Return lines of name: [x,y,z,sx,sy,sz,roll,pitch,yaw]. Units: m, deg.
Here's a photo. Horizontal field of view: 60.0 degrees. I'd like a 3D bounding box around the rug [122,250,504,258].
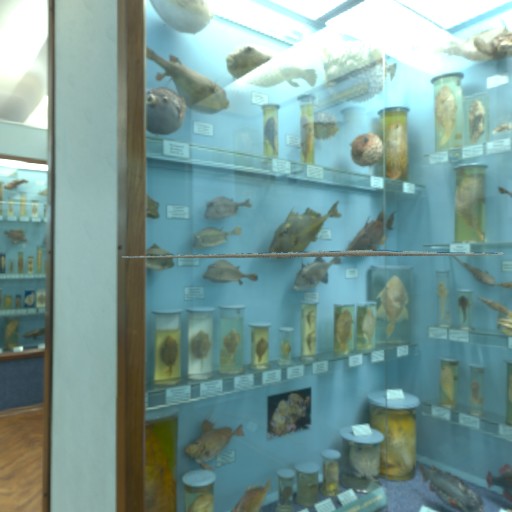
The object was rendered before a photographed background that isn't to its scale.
rug: [0.000,0.000,2.600,0.768,0.011,2.446,0,-1,-36]
